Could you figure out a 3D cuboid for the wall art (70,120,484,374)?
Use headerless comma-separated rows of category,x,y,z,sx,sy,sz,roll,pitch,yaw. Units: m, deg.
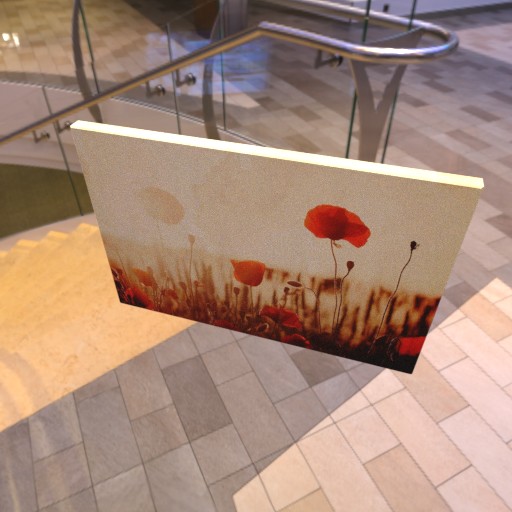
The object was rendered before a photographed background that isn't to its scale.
wall art,0.000,0.000,1.152,0.918,0.602,0.038,11,42,13
